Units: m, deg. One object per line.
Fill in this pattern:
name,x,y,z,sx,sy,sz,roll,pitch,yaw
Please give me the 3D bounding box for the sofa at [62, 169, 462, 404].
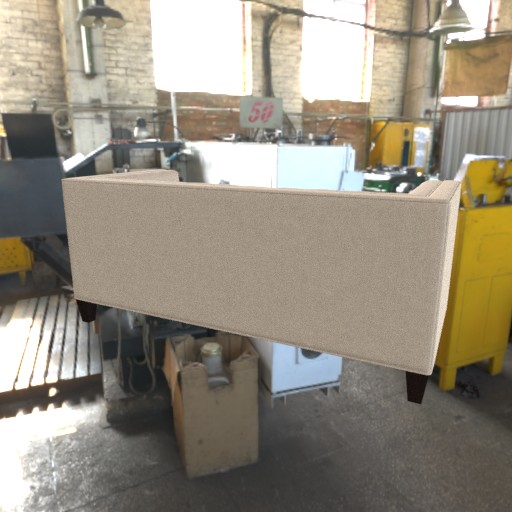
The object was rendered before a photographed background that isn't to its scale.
sofa,0.000,0.000,2.226,1.778,0.762,0.775,7,17,26
